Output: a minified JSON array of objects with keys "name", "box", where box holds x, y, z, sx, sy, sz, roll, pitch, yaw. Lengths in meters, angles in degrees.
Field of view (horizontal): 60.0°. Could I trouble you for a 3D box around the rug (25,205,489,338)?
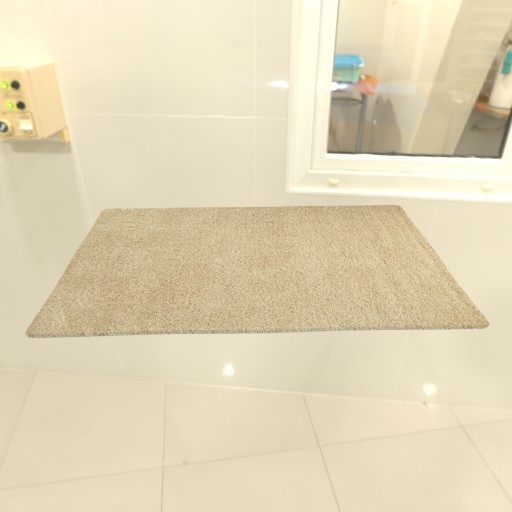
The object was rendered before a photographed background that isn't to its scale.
[{"name":"rug","box":[0.000,0.000,2.870,2.349,0.025,1.500,-1,31,-2]}]
